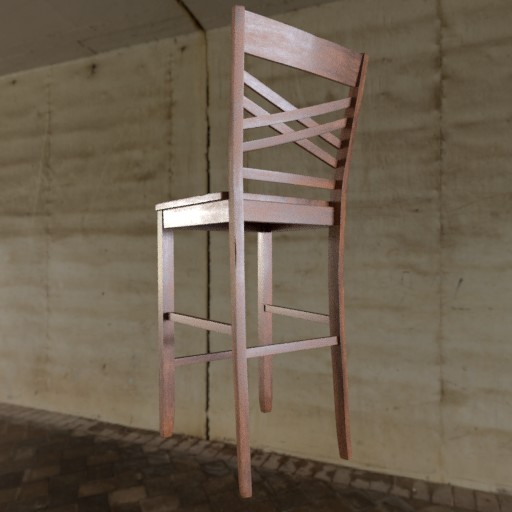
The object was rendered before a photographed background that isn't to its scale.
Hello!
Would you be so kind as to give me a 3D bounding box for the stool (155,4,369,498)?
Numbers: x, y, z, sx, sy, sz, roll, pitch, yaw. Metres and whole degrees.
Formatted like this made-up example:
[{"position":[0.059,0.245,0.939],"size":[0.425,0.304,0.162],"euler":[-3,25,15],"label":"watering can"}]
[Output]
[{"position":[0.000,0.000,1.278],"size":[0.433,1.105,0.487],"euler":[0,0,-35],"label":"stool"}]
